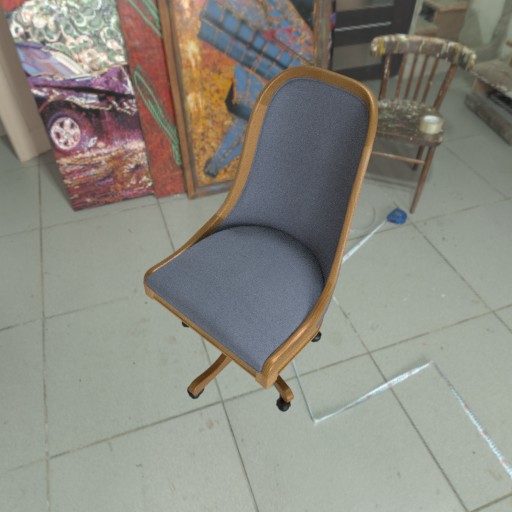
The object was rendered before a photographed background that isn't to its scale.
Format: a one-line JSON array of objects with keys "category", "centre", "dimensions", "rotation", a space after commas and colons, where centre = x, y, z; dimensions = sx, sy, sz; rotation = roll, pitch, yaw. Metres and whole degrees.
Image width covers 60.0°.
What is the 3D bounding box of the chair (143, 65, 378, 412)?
[{"category": "chair", "centre": [0.000, 0.000, 1.517], "dimensions": [0.605, 1.031, 0.735], "rotation": [32, 53, 27]}]
